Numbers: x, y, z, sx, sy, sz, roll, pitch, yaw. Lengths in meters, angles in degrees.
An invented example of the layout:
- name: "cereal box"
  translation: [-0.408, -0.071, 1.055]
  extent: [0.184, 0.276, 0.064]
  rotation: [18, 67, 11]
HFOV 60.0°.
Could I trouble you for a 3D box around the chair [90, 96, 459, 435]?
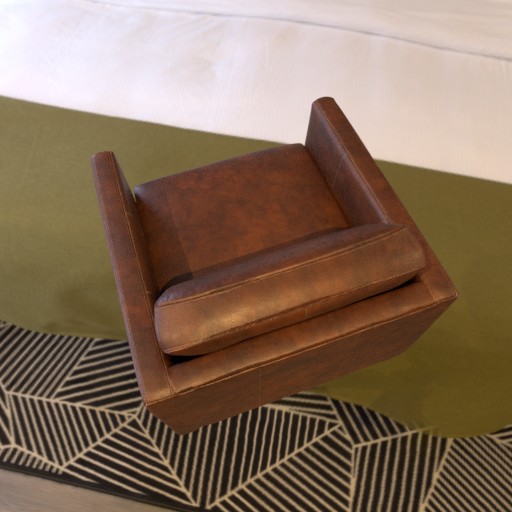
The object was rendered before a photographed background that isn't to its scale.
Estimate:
- name: "chair"
  translation: [0.000, 0.000, 1.729]
  extent: [0.990, 0.864, 0.975]
  rotation: [-17, 61, -10]
